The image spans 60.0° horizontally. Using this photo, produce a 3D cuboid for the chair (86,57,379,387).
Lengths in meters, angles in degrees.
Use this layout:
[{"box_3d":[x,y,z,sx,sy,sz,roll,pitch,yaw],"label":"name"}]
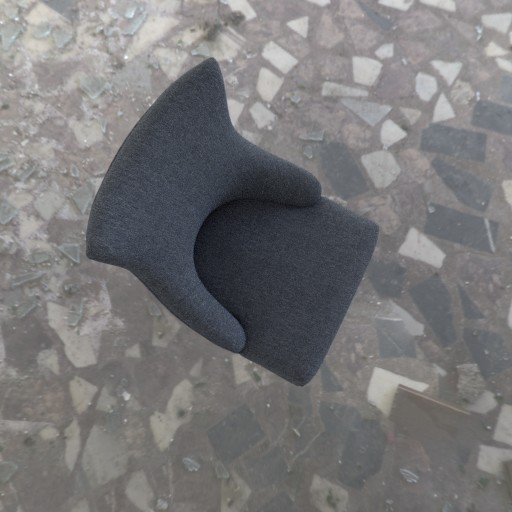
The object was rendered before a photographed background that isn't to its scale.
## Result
[{"box_3d":[0.000,0.000,1.316,0.629,0.909,0.566,26,77,7],"label":"chair"}]
